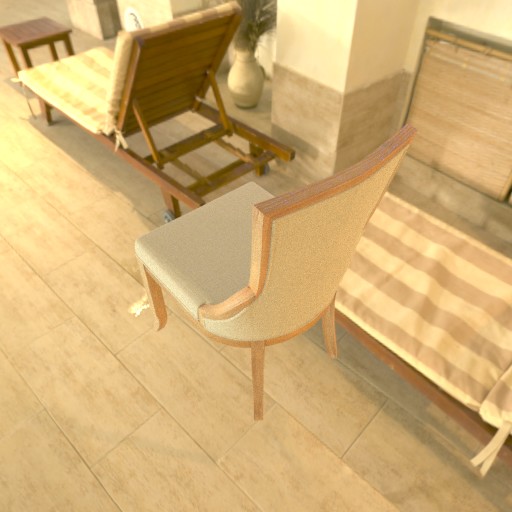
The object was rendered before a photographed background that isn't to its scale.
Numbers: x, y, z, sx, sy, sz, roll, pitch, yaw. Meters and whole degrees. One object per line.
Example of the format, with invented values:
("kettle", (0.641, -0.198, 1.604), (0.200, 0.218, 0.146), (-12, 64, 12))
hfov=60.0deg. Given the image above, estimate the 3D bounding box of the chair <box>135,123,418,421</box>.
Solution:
("chair", (0.000, 0.000, 1.367), (0.524, 0.947, 0.641), (-31, 53, -27))
